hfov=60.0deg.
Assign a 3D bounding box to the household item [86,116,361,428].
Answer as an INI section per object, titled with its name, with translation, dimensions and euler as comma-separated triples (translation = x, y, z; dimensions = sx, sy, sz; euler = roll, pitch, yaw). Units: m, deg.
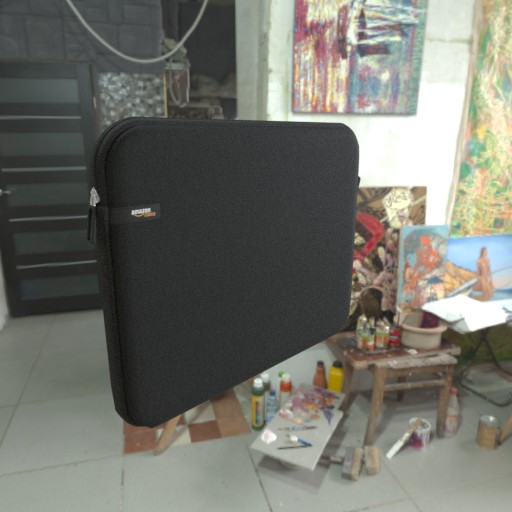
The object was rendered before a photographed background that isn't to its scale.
[household item]
translation = 0.000, 0.000, 0.520
dimensions = 0.396, 0.305, 0.030
euler = -15, 21, -43
